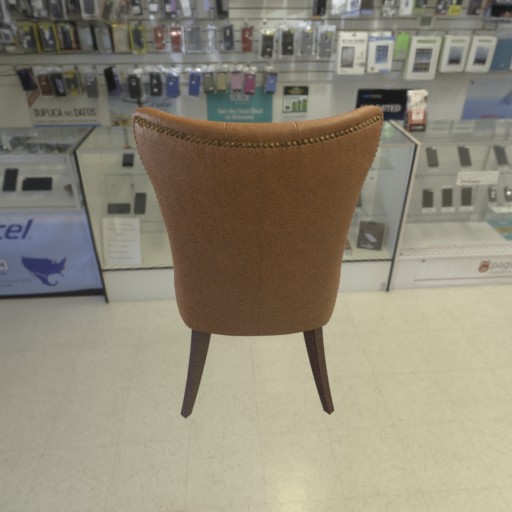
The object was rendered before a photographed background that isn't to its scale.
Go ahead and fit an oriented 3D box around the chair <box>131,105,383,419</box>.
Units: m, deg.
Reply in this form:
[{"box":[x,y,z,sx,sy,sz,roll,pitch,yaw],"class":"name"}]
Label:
[{"box":[0.000,0.000,1.481,0.611,1.065,0.669,-1,31,-2],"class":"chair"}]
